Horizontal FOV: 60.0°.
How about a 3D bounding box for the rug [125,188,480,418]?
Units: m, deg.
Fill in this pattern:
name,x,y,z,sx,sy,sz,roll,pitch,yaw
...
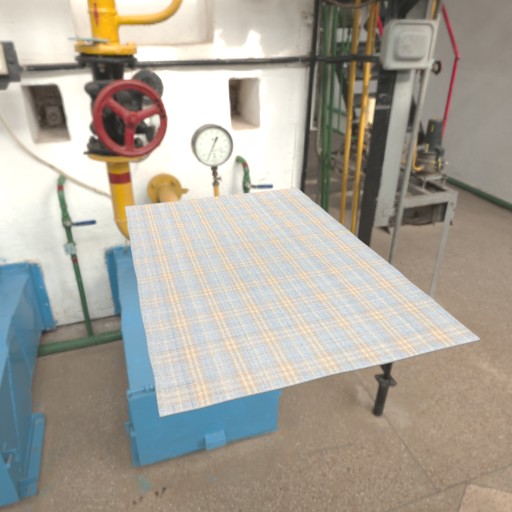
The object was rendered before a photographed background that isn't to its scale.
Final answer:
name,x,y,z,sx,sy,sz,roll,pitch,yaw
rug,0.000,0.000,2.304,1.231,0.012,1.835,-9,29,-16
